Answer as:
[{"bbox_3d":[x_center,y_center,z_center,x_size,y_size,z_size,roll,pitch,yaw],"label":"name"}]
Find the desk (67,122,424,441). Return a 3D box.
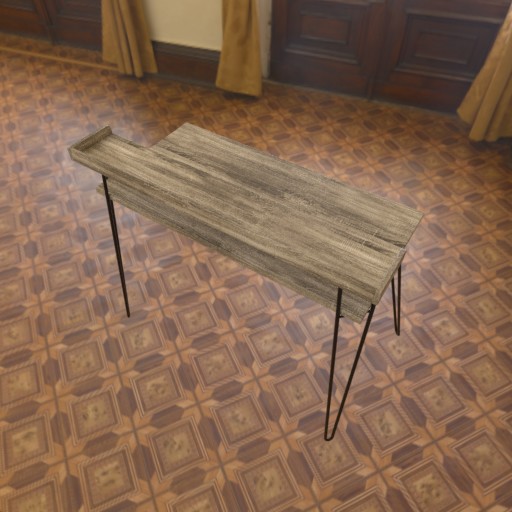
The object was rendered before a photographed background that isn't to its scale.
[{"bbox_3d":[0.000,0.000,1.665,1.135,0.899,0.605,26,53,21],"label":"desk"}]
